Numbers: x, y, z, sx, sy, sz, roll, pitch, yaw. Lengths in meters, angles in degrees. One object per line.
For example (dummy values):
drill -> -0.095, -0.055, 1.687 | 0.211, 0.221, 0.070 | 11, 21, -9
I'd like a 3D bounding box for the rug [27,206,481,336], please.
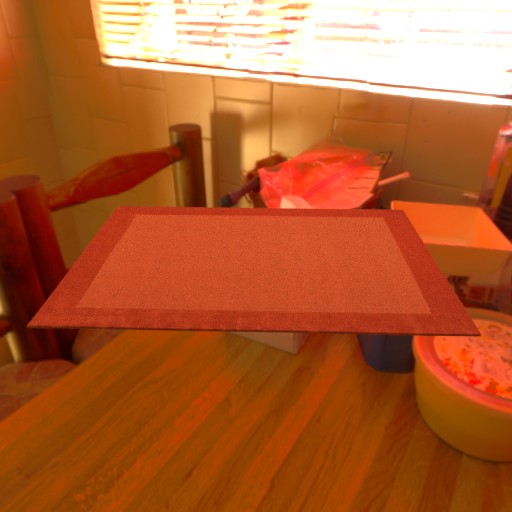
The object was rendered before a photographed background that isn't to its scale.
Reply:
rug -> 0.000, 0.000, 2.308 | 1.829, 0.014, 1.219 | 1, 30, 2
